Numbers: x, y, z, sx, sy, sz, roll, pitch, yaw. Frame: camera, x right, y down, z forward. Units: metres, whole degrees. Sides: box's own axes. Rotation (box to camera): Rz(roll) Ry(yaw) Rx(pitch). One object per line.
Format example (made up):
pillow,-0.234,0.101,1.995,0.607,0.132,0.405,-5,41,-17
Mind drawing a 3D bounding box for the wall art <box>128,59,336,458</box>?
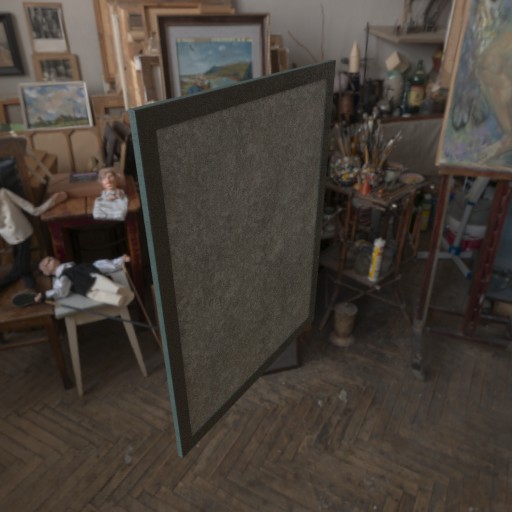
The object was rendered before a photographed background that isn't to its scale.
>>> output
wall art,0.000,0.000,1.301,0.030,0.983,0.767,20,37,30
